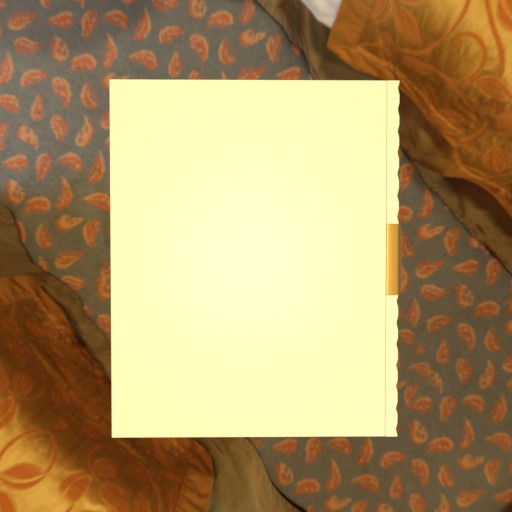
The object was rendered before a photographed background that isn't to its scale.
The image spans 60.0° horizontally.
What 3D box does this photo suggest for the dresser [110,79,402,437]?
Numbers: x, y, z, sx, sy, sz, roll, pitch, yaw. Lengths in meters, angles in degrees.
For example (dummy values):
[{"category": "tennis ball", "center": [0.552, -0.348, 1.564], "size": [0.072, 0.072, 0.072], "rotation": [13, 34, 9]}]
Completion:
[{"category": "dresser", "center": [0.000, 0.000, 0.907], "size": [0.414, 0.568, 0.503], "rotation": [0, 91, -1]}]
